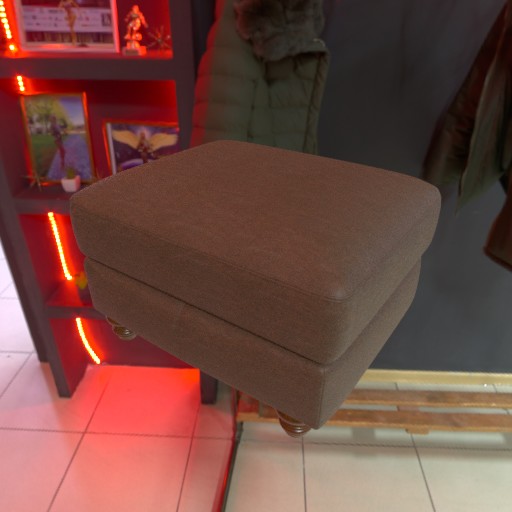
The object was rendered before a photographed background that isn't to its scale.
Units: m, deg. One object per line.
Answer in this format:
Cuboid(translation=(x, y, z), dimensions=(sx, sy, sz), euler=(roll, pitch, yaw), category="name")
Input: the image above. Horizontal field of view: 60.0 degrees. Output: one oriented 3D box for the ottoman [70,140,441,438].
Cuboid(translation=(0.000, 0.000, 1.211), dimensions=(0.787, 0.508, 0.635), euler=(19, 35, 30), category="ottoman")
